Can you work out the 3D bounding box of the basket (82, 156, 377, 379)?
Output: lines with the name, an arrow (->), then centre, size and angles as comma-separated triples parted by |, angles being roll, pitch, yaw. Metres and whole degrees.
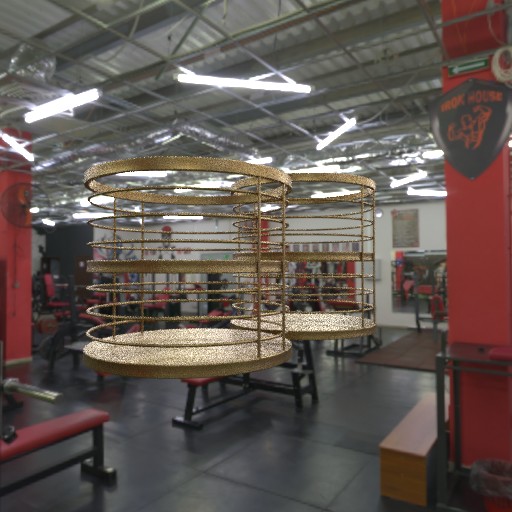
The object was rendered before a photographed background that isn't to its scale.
basket -> 0.000, 0.000, 0.942 | 0.356, 0.351, 0.746 | -1, -2, 36
